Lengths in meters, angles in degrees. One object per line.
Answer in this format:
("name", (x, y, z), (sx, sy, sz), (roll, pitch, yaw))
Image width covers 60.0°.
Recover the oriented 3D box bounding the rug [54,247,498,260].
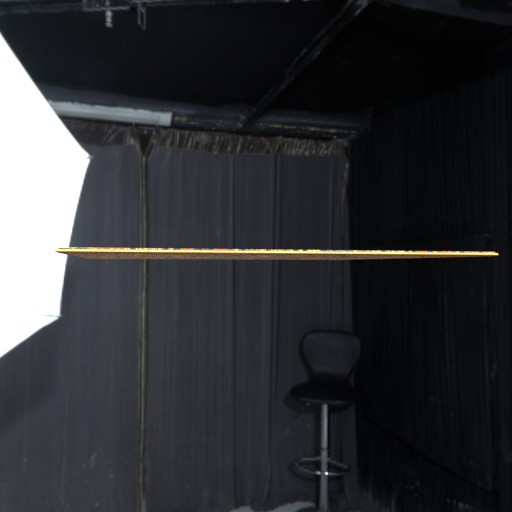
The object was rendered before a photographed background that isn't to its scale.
("rug", (0.000, 0.000, 4.018), (3.040, 0.031, 2.435), (0, -1, -17))
